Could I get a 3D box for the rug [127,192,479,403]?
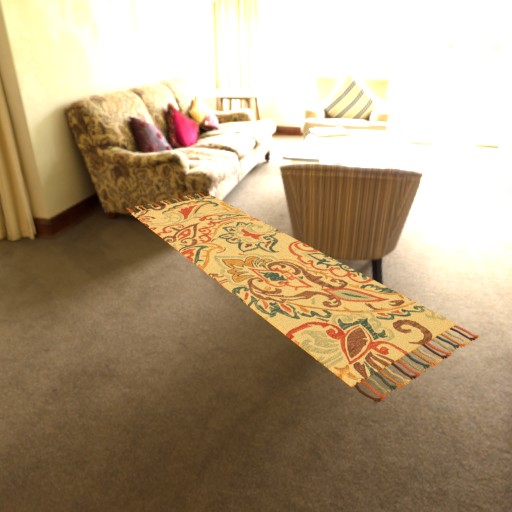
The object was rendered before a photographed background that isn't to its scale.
[{"bbox_3d":[0.000,0.000,2.934,0.763,0.015,2.682,-18,32,-31],"label":"rug"}]
